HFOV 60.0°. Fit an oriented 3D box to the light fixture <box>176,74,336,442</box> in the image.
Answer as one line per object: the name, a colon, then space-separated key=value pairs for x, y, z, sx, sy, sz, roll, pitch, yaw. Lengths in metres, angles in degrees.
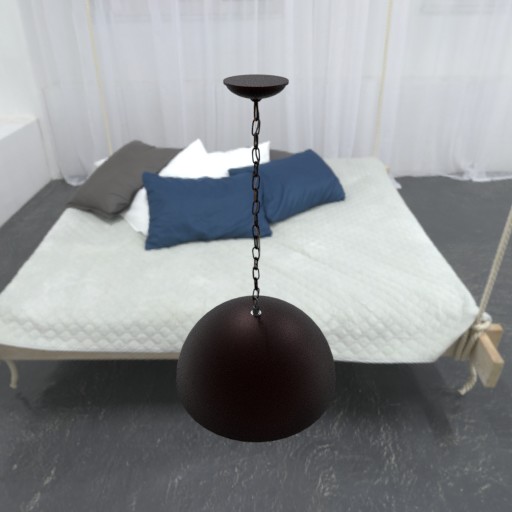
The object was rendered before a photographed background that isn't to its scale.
light fixture: x=0.000 y=0.000 z=1.161 sx=0.492 sy=0.869 sz=0.492 roll=-11 pitch=33 yaw=-17
